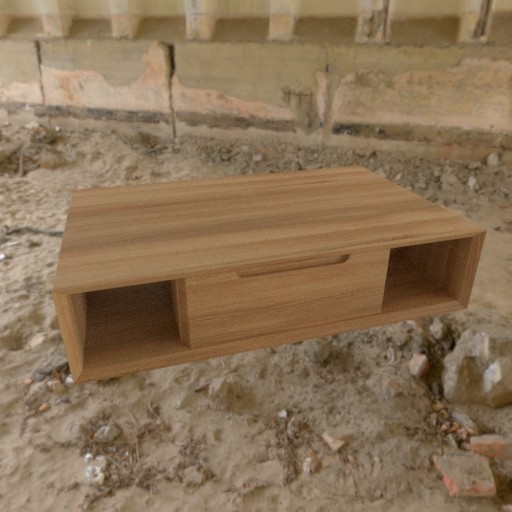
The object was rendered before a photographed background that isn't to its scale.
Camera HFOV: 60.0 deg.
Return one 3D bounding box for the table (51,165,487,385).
[{"bbox_3d":[0.000,0.000,1.435,1.100,0.330,0.700,-8,28,-15],"label":"table"}]
